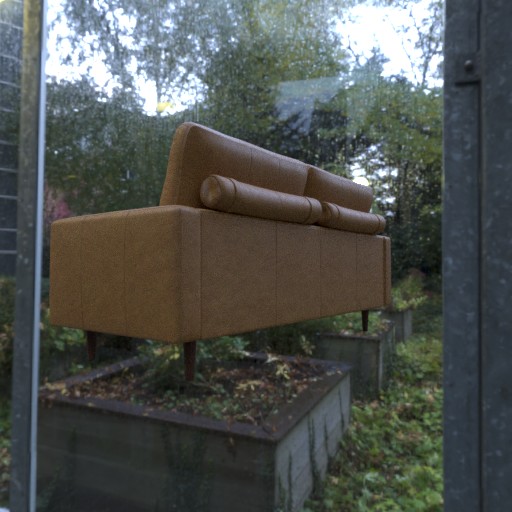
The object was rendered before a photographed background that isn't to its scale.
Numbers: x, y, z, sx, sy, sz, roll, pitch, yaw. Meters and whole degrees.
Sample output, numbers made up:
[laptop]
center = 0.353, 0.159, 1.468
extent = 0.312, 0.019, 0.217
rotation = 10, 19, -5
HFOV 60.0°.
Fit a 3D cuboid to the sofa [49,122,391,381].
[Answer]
[sofa]
center = 0.000, 0.000, 2.300
extent = 0.850, 0.898, 1.821
rotation = -1, -2, 37
